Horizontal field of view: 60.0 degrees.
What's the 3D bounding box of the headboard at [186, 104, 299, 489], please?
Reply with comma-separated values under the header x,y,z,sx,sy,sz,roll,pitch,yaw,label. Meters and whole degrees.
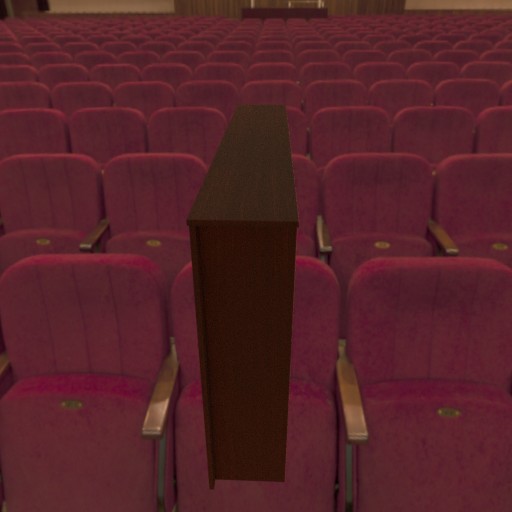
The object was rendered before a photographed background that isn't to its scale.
x,y,z,sx,sy,sz,roll,pitch,yaw,label
0.000,0.000,2.084,0.279,1.092,1.671,1,28,2,headboard
